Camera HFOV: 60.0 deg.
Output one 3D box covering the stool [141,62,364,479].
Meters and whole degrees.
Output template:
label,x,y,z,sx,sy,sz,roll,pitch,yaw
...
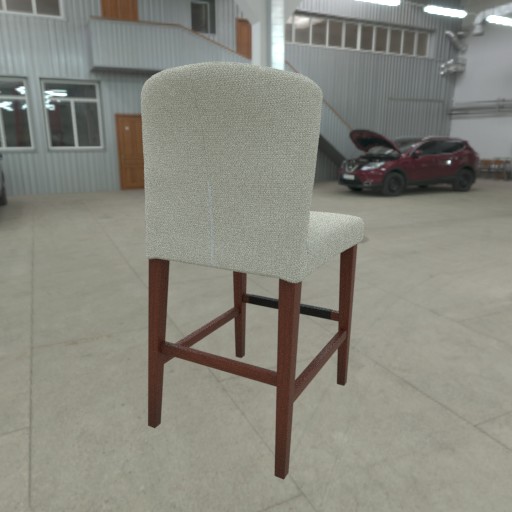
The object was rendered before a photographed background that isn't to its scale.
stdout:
label,x,y,z,sx,sy,sz,roll,pitch,yaw
stool,0.000,0.000,1.288,0.481,0.969,0.568,8,17,28
